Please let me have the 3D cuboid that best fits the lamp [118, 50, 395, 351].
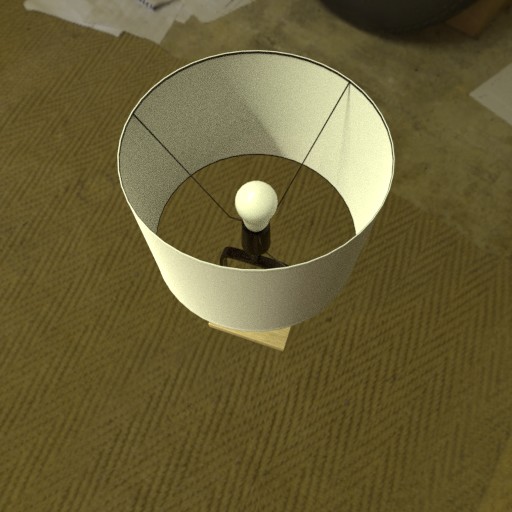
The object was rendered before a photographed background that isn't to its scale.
[{"bbox_3d":[0.000,0.000,0.677,0.279,0.508,0.279,17,65,8],"label":"lamp"}]
